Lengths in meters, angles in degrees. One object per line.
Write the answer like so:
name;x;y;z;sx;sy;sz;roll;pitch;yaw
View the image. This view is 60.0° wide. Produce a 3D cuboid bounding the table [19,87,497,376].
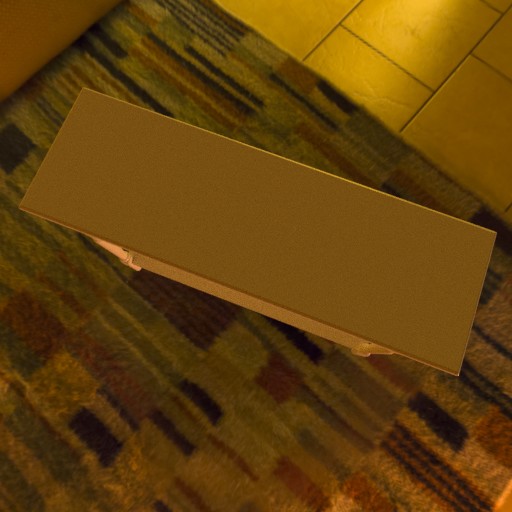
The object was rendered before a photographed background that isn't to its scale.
table;0.000;0.000;1.545;1.191;0.814;0.386;20;77;5
